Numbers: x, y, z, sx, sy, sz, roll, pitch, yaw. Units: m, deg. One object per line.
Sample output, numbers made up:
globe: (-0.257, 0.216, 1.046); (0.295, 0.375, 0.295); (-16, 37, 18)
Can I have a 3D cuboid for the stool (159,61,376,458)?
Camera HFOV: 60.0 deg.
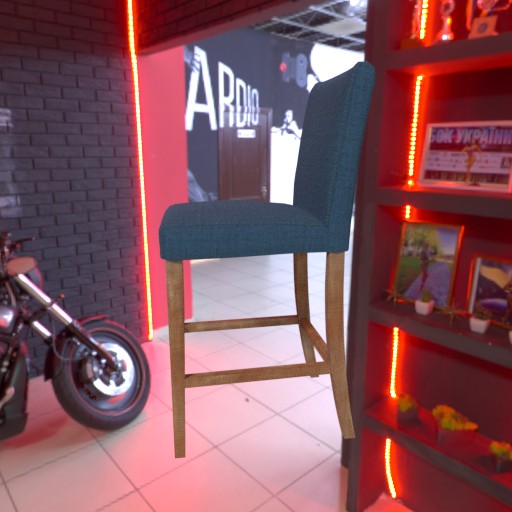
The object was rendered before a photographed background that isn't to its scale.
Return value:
stool: (0.000, 0.000, 1.397); (0.574, 1.088, 0.454); (-2, 14, -9)
